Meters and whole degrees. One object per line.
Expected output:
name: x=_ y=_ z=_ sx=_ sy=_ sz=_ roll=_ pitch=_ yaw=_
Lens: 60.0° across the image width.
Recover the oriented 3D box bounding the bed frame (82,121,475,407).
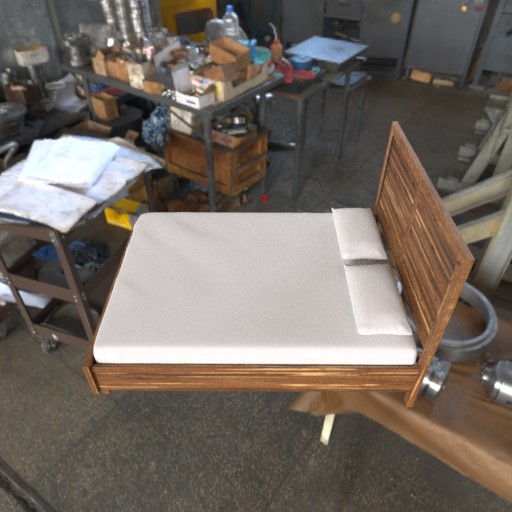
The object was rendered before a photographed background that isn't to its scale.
bed frame: x=0.000 y=0.000 z=3.395 sx=2.276 sy=1.417 sz=1.696 roll=0 pitch=41 yaw=0
